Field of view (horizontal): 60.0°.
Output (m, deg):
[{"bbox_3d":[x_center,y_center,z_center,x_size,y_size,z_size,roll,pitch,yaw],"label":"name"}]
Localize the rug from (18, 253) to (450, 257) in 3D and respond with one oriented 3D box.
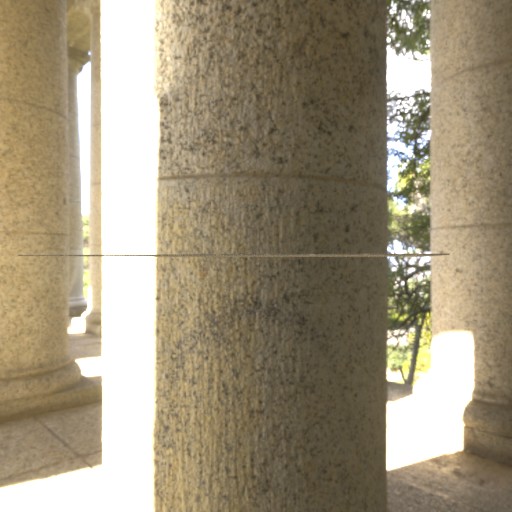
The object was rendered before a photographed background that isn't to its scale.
[{"bbox_3d":[0.000,0.000,3.854,2.892,0.006,2.283,0,0,18],"label":"rug"}]
